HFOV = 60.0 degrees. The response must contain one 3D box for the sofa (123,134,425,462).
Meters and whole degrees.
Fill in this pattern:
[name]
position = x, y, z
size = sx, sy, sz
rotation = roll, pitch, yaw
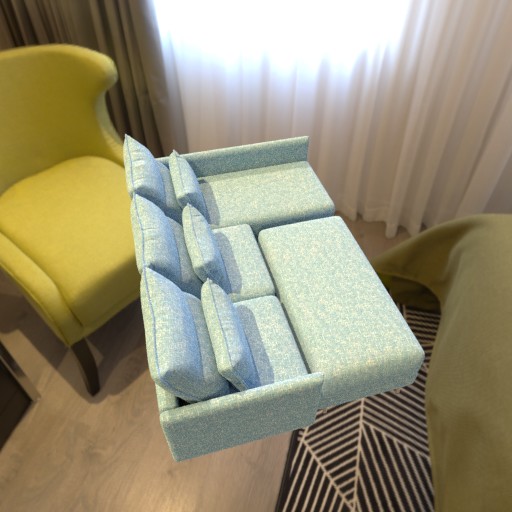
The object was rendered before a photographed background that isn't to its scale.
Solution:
[sofa]
position = 0.000, 0.000, 2.841
size = 1.420, 0.899, 2.034
rotation = -11, 47, -11
